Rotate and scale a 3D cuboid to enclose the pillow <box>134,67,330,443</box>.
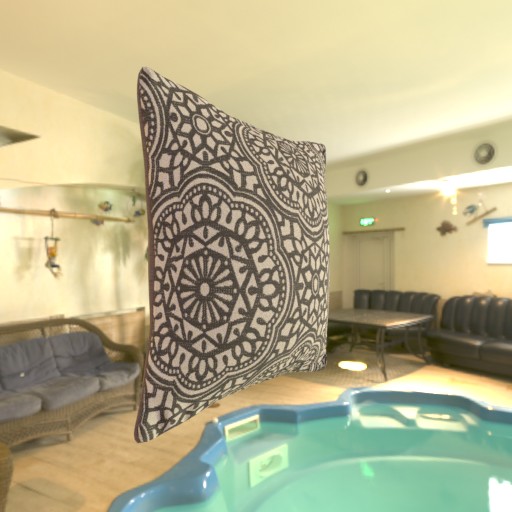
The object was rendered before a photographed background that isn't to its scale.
[{"bbox_3d":[0.000,0.000,0.656,0.148,0.417,0.436,0,-1,36],"label":"pillow"}]
